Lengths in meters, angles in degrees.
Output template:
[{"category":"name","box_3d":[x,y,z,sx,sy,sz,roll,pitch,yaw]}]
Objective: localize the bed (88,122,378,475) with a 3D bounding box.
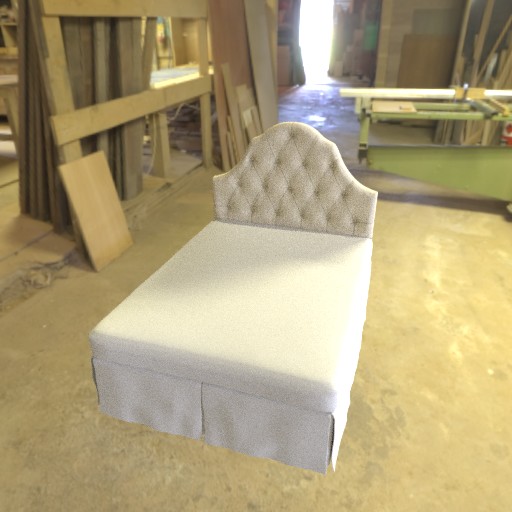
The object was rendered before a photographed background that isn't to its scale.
[{"category":"bed","box_3d":[0.000,0.000,3.249,1.627,1.575,2.092,8,28,16]}]
